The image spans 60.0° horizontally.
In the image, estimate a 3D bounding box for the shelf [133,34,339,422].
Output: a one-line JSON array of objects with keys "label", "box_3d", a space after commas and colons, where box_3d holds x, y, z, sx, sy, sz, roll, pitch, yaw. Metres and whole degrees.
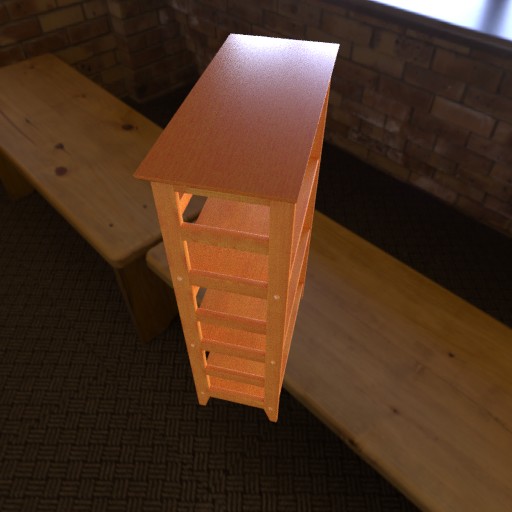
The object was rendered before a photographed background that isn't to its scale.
[{"label": "shelf", "box_3d": [0.000, 0.000, 1.396, 0.305, 1.067, 0.660, 10, 48, 9]}]
